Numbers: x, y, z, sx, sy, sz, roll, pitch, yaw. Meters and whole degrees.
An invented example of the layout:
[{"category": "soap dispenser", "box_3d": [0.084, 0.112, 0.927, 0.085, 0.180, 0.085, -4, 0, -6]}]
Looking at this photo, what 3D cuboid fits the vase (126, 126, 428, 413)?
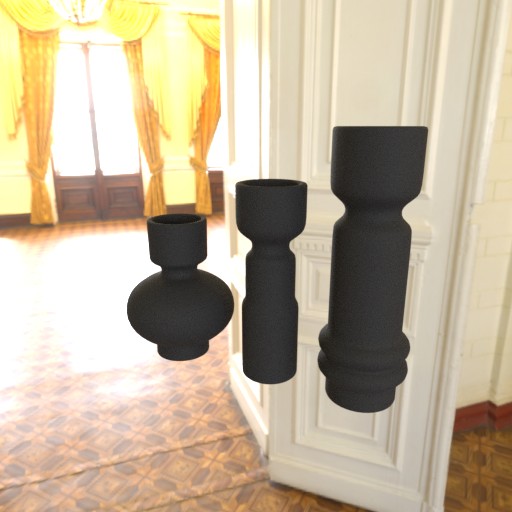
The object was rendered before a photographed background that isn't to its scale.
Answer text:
[{"category": "vase", "box_3d": [0.000, 0.000, 0.442, 0.307, 0.249, 0.120, 8, 18, 25]}]
